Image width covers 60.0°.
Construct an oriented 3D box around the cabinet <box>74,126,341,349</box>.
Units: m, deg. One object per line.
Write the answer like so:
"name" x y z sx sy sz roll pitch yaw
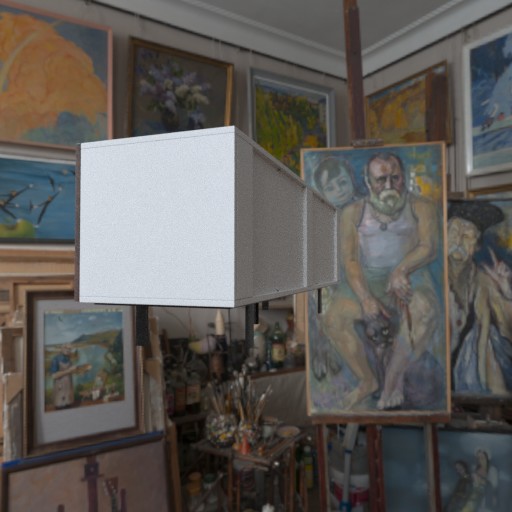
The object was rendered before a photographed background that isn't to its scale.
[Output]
"cabinet" 0.000 0.000 1.742 0.431 0.533 1.499 -1 -2 19
